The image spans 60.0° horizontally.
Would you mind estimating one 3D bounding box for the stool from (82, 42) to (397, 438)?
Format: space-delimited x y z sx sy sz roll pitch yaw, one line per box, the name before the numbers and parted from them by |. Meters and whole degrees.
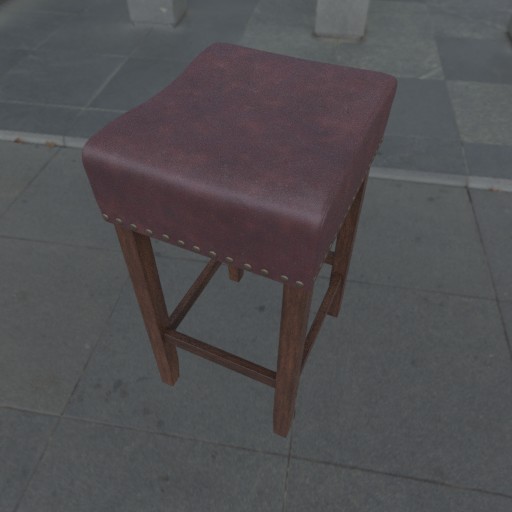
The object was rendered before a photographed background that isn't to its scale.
stool | 0.000 0.000 1.037 0.401 0.769 0.465 19 50 17
